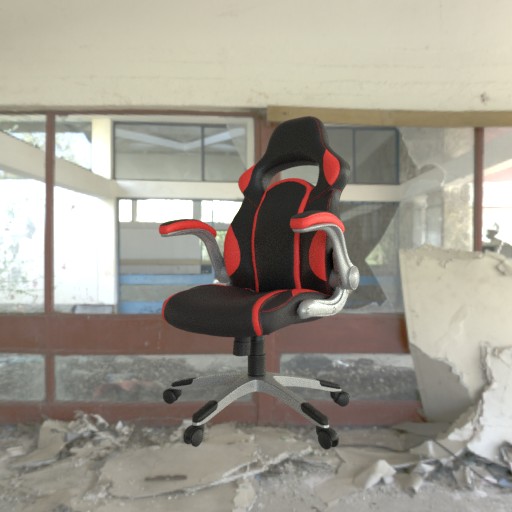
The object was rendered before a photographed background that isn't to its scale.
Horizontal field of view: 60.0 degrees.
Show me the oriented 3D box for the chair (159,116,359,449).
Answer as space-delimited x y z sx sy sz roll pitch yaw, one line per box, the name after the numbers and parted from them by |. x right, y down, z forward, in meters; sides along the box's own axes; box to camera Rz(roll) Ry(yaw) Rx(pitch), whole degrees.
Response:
0.000 0.000 1.631 0.758 1.165 0.712 0 0 36 | chair
